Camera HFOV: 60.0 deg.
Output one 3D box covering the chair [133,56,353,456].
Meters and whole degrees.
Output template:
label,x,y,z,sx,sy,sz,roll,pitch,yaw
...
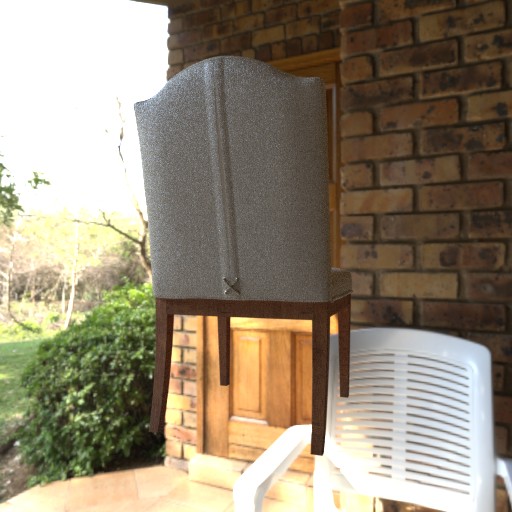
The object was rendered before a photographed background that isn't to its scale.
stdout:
label,x,y,z,sx,sy,sz,roll,pitch,yaw
chair,0.000,0.000,1.406,0.534,1.012,0.648,0,-1,19
